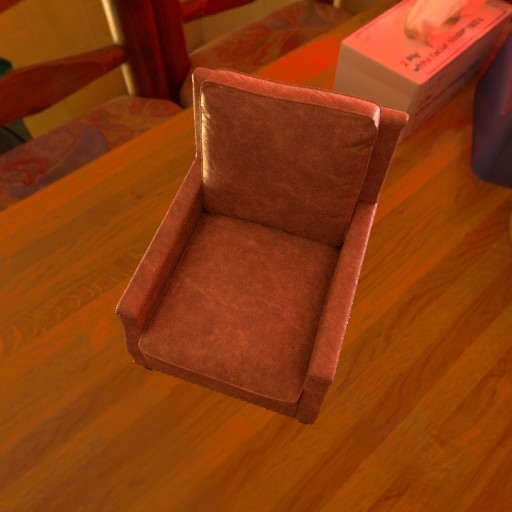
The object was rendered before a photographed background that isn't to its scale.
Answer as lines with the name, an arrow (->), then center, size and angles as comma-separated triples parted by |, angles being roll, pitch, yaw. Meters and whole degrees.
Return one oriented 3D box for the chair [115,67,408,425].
chair -> 0.000, 0.000, 1.840 | 0.854, 1.054, 1.035 | 16, 60, 10
